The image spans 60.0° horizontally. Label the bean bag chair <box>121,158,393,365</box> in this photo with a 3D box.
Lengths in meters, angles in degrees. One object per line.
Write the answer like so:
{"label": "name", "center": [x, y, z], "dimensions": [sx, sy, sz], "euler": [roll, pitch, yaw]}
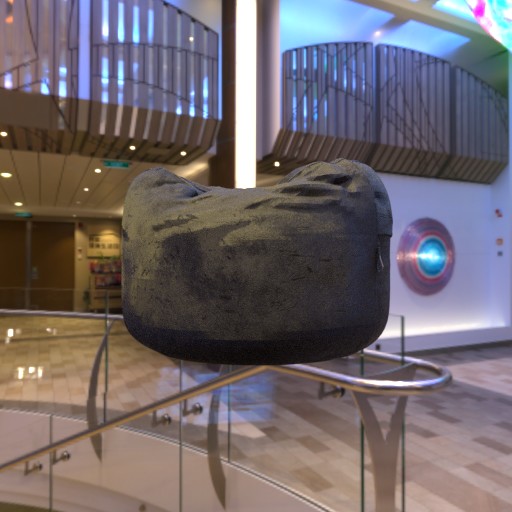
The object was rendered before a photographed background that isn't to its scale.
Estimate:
{"label": "bean bag chair", "center": [0.000, 0.000, 1.552], "dimensions": [0.918, 0.605, 0.918], "euler": [0, -1, 0]}
